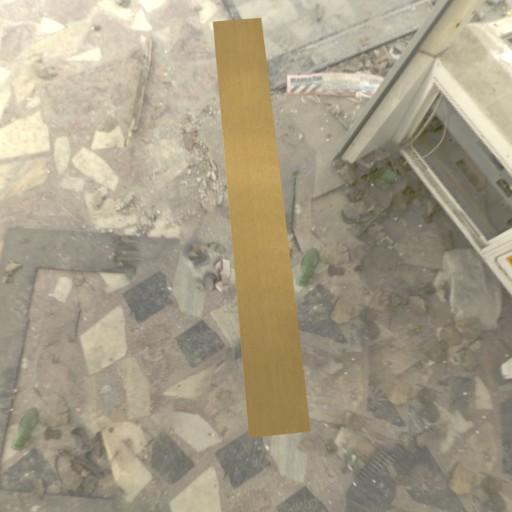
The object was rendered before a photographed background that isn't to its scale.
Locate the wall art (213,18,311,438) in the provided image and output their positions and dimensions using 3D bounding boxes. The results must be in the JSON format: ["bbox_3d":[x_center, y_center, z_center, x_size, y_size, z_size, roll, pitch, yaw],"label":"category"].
[{"bbox_3d":[0.000,0.000,0.456,0.038,0.305,0.304,-5,76,-1],"label":"wall art"}]
